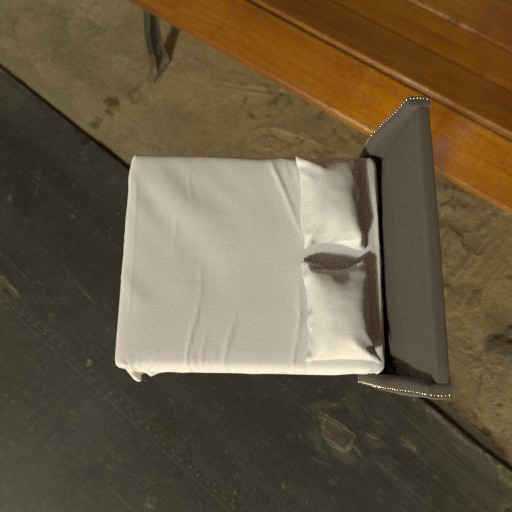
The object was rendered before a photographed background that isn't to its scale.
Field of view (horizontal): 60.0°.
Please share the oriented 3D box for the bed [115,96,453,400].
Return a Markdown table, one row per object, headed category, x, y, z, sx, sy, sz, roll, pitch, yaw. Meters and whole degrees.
| category | x | y | z | sx | sy | sz | roll | pitch | yaw |
| --- | --- | --- | --- | --- | --- | --- | --- | --- | --- |
| bed | 0.000 | 0.000 | 3.332 | 2.276 | 1.332 | 1.925 | 1 | 77 | 0 |
